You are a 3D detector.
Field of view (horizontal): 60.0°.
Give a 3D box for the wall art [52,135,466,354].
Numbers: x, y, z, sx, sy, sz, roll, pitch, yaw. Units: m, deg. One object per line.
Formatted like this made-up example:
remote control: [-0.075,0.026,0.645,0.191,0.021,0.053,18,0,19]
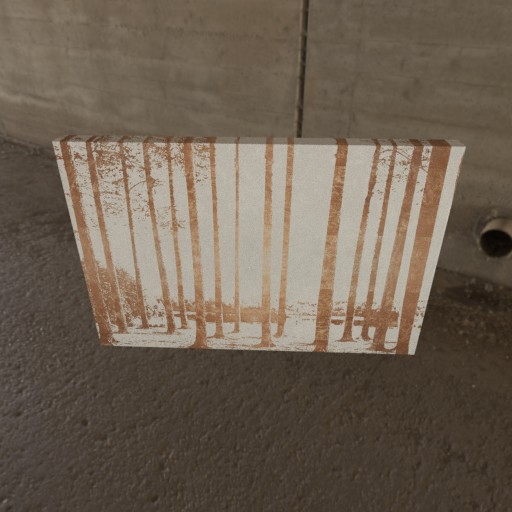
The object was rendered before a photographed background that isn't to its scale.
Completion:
wall art: [0.000,0.000,0.771,0.609,0.405,0.035,1,31,2]
